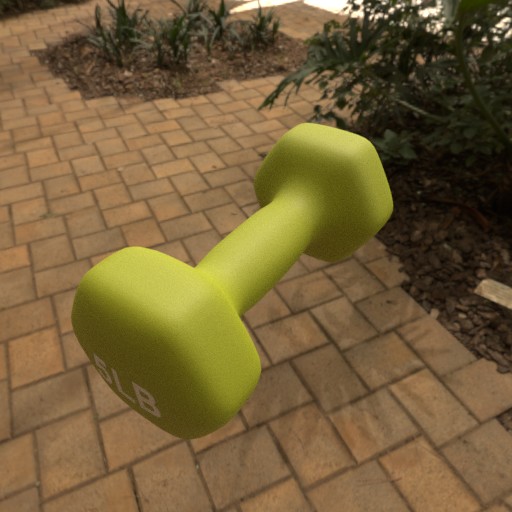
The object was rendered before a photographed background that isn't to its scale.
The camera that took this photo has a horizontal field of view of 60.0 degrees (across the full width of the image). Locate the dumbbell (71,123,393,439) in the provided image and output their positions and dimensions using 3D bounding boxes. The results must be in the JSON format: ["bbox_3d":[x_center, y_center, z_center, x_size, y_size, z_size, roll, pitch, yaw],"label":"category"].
[{"bbox_3d":[0.000,0.000,0.206,0.080,0.072,0.164,25,47,26],"label":"dumbbell"}]
